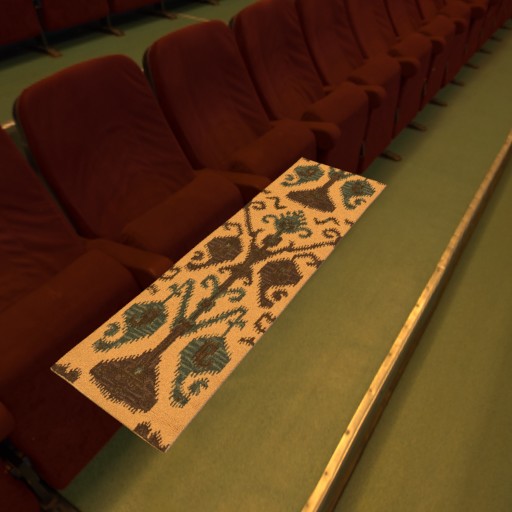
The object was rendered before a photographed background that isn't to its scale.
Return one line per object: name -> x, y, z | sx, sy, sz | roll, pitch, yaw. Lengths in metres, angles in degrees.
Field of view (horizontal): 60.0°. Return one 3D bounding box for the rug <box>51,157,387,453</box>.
rug -> 0.000, 0.000, 2.554 | 0.692, 0.017, 2.301 | 24, 47, 25
